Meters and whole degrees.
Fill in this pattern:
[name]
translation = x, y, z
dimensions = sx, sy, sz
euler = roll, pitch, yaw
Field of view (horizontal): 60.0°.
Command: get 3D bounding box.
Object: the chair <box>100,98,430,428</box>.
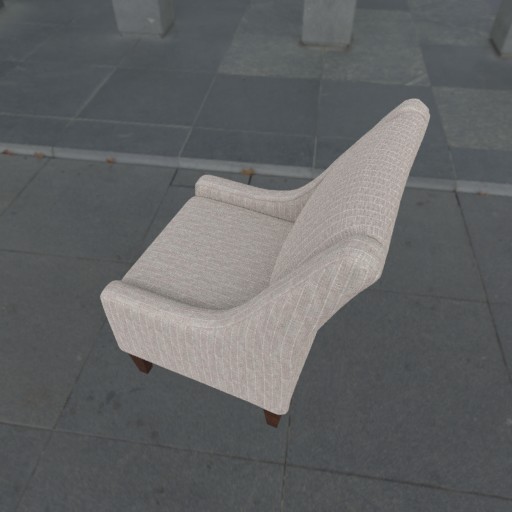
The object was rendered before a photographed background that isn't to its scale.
[chair]
translation = 0.000, 0.000, 1.596
dimensions = 0.870, 1.014, 0.774
euler = 17, 48, 16
